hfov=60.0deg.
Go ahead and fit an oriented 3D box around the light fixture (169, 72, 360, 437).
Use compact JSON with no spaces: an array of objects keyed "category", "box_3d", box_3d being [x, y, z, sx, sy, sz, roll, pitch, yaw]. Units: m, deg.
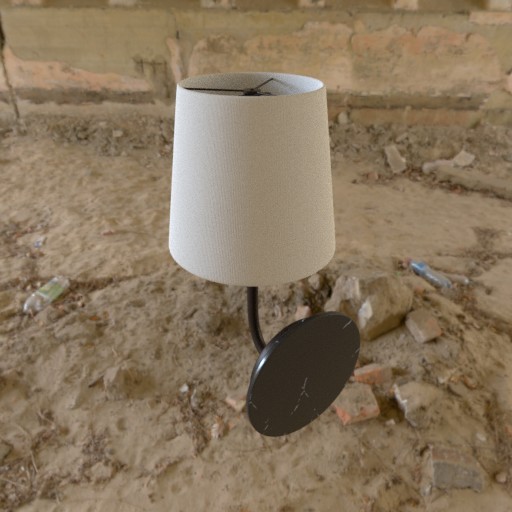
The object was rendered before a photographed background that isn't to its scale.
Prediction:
[{"category":"light fixture","box_3d":[0.000,0.000,0.460,0.168,0.337,0.188,-19,35,-29]}]
